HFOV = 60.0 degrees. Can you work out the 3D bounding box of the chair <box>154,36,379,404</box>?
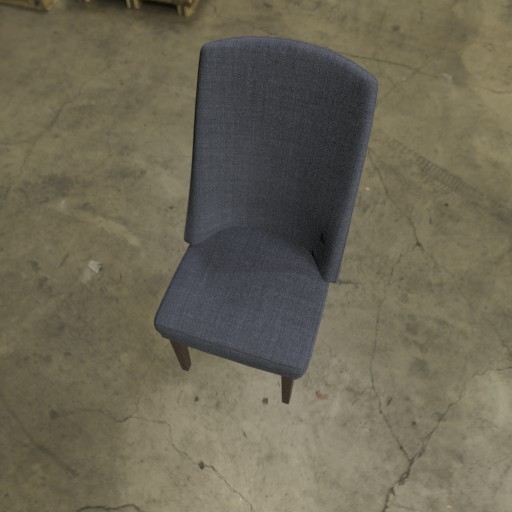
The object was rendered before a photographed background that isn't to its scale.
[{"bbox_3d":[0.000,0.000,1.337,0.510,1.050,0.577,15,60,9],"label":"chair"}]
